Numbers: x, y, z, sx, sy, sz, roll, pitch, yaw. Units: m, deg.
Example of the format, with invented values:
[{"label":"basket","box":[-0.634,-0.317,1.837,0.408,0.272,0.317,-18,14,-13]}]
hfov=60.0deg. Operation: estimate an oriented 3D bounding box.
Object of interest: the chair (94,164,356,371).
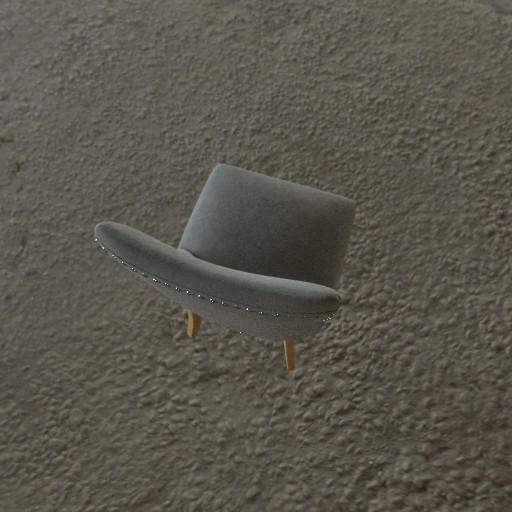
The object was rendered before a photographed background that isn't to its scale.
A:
[{"label":"chair","box":[0.000,0.000,1.285,0.495,0.902,0.610,17,65,8]}]
